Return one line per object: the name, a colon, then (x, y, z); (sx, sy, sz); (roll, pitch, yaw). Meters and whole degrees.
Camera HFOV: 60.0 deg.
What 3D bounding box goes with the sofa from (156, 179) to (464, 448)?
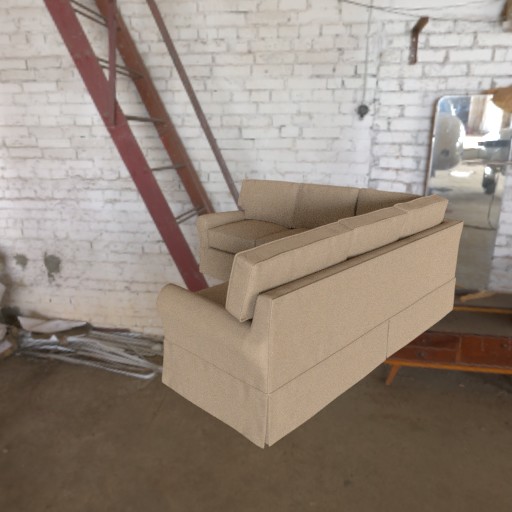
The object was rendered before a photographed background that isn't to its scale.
sofa: (0.000, 0.000, 4.104); (2.730, 1.124, 2.733); (15, 22, 41)
